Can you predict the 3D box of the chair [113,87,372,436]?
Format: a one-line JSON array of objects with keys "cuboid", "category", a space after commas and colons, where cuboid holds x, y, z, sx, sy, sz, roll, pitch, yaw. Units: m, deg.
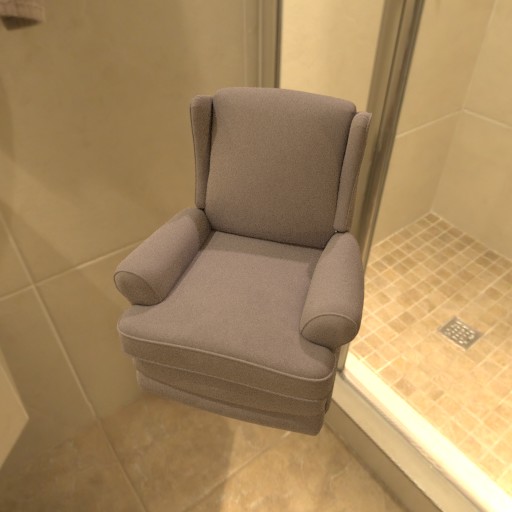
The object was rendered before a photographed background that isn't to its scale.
[{"cuboid": [0.000, 0.000, 1.717, 0.847, 1.011, 0.969, 11, 42, 12], "category": "chair"}]
